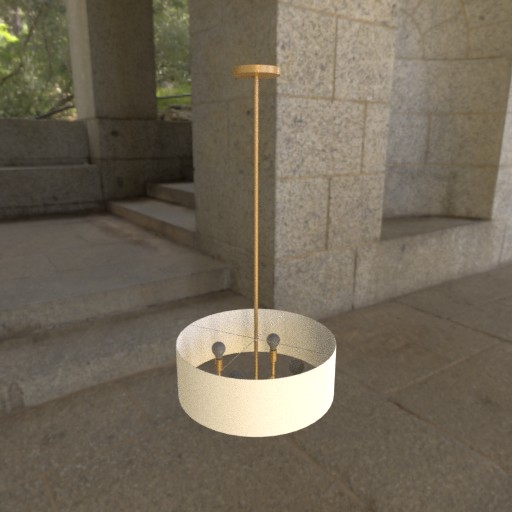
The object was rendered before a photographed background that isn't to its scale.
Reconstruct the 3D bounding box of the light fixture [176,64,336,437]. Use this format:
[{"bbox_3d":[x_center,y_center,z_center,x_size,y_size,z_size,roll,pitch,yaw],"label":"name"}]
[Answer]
[{"bbox_3d":[0.000,0.000,1.355,0.508,1.067,0.508,0,15,0],"label":"light fixture"}]
